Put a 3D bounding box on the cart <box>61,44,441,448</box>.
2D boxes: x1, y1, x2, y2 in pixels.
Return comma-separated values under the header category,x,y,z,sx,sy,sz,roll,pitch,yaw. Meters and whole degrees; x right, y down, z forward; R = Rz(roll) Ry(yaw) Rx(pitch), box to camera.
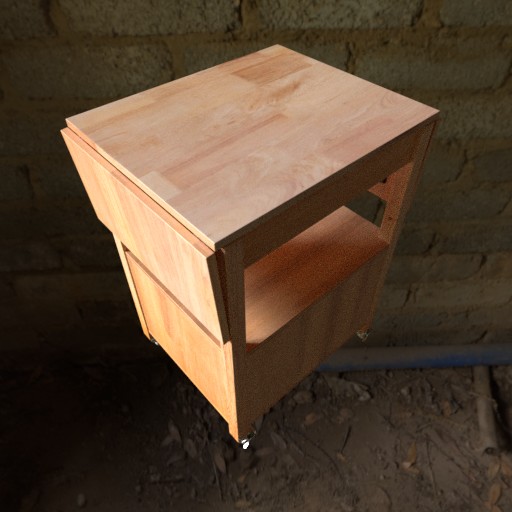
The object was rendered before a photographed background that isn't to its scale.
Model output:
category,x,y,z,sx,sy,sz,roll,pitch,yaw
cart,0.000,0.000,1.223,0.640,0.838,0.508,-33,54,-28
